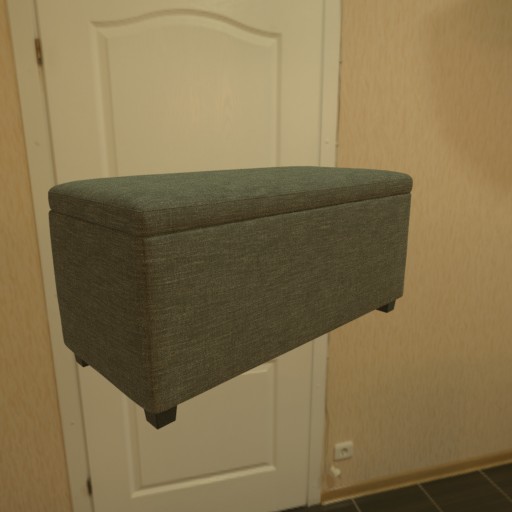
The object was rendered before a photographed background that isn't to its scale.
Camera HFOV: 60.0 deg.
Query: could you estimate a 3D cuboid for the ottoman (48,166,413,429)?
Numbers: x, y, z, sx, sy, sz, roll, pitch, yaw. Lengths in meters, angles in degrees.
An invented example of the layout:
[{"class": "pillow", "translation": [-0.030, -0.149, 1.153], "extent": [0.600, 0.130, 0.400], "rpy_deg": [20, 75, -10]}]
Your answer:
[{"class": "ottoman", "translation": [0.000, 0.000, 1.155], "extent": [0.902, 0.432, 0.419], "rpy_deg": [-14, 20, -42]}]
